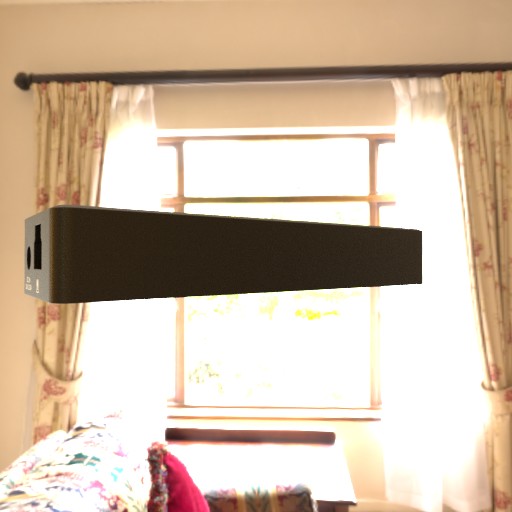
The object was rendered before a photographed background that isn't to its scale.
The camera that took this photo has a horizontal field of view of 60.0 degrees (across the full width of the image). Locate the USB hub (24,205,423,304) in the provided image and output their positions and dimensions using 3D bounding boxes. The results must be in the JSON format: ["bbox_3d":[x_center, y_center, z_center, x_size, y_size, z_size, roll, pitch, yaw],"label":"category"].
[{"bbox_3d":[0.000,0.000,0.160,0.145,0.023,0.044,0,-1,-36],"label":"USB hub"}]
